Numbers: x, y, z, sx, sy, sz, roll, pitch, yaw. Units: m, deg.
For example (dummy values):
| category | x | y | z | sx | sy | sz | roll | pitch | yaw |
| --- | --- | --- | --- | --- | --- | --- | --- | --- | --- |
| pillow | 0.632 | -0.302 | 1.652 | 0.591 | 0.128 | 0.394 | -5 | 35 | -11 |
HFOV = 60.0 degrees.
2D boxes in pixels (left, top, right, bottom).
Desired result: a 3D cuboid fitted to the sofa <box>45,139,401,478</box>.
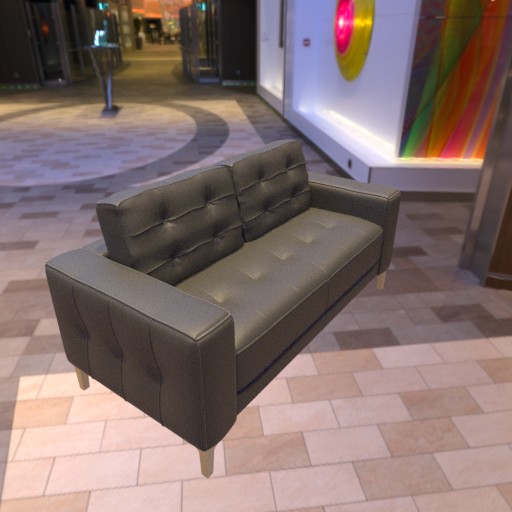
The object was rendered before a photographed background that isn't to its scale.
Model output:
| category | x | y | z | sx | sy | sz | roll | pitch | yaw |
| --- | --- | --- | --- | --- | --- | --- | --- | --- | --- |
| sofa | 0.000 | 0.000 | 2.188 | 0.833 | 0.893 | 1.726 | 18 | 32 | 32 |
